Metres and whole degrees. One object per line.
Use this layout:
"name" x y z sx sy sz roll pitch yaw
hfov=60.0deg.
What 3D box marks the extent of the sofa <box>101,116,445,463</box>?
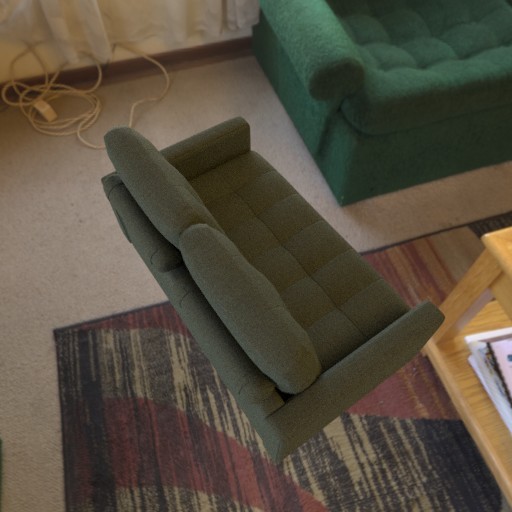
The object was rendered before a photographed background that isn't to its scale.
"sofa" 0.000 0.000 1.944 0.842 0.907 1.407 -30 62 -18
